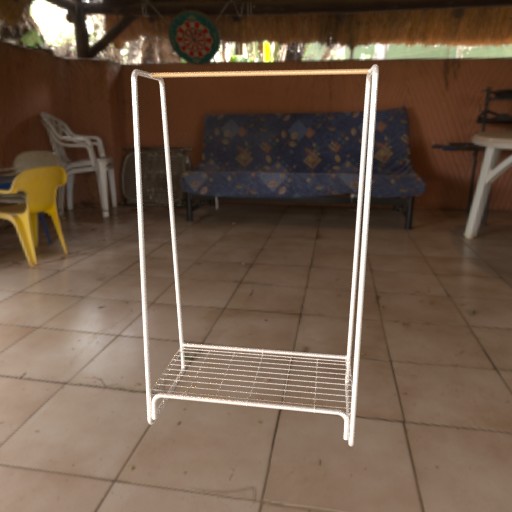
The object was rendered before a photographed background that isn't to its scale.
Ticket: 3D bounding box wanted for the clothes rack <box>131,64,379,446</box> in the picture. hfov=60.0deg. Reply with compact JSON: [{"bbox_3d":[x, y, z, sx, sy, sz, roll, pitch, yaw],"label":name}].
[{"bbox_3d":[0.000,0.000,1.929,0.900,1.500,0.495,3,17,9],"label":"clothes rack"}]
